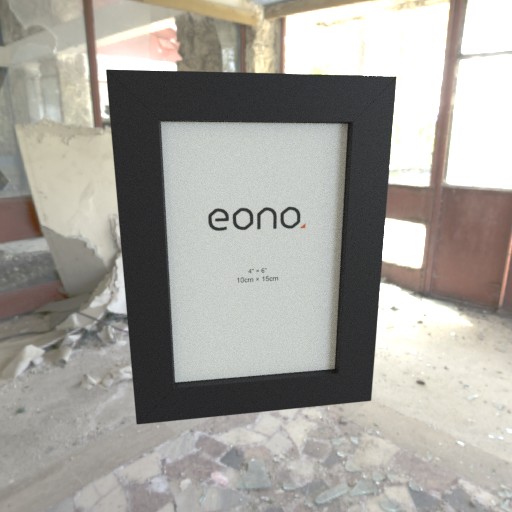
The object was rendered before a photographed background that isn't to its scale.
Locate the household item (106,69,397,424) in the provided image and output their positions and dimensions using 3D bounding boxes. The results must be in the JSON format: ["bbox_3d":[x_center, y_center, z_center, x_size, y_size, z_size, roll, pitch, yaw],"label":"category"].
[{"bbox_3d":[0.000,0.000,0.233,0.133,0.178,0.022,-3,16,-9],"label":"household item"}]
